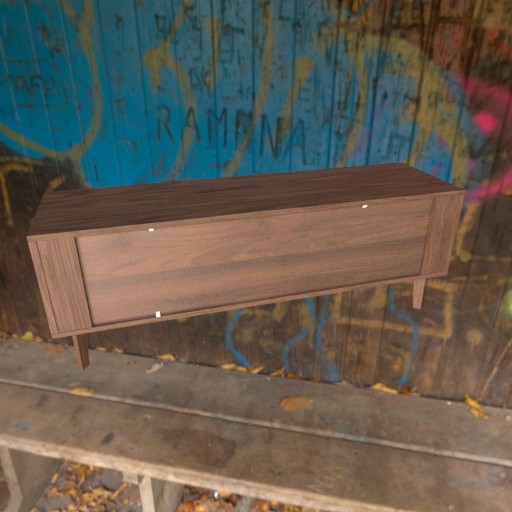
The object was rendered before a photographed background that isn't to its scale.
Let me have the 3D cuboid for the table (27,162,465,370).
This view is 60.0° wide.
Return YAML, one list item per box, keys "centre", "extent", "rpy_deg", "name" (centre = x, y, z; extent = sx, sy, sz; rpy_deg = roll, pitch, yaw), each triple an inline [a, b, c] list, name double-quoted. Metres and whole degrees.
- centre: [0.000, 0.000, 1.647]
  extent: [1.397, 0.508, 0.405]
  rpy_deg: [-8, 27, -15]
  name: "table"
